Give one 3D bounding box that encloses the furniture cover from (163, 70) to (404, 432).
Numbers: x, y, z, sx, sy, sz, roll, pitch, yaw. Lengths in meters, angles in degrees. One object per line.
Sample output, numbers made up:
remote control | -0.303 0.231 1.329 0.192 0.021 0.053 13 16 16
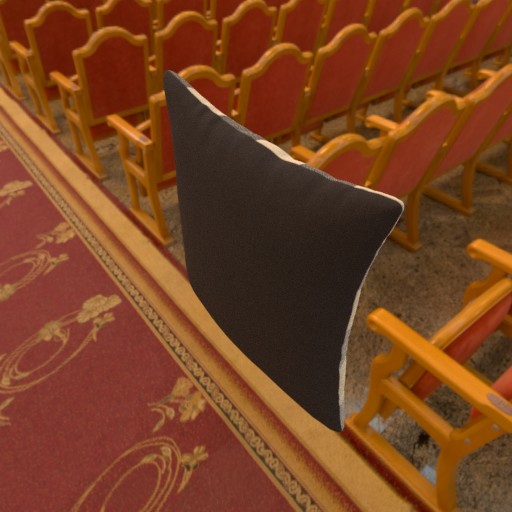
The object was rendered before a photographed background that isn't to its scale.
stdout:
furniture cover | 0.000 0.000 0.789 0.161 0.509 0.511 -27 49 -27
